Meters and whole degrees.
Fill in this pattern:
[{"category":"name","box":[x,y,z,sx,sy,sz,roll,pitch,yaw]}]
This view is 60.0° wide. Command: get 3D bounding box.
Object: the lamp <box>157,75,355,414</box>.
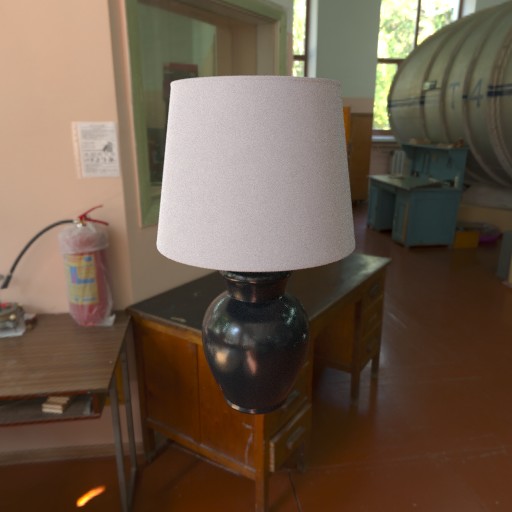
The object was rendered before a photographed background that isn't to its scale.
[{"category":"lamp","box":[0.000,0.000,0.552,0.239,0.399,0.239,0,16,0]}]
